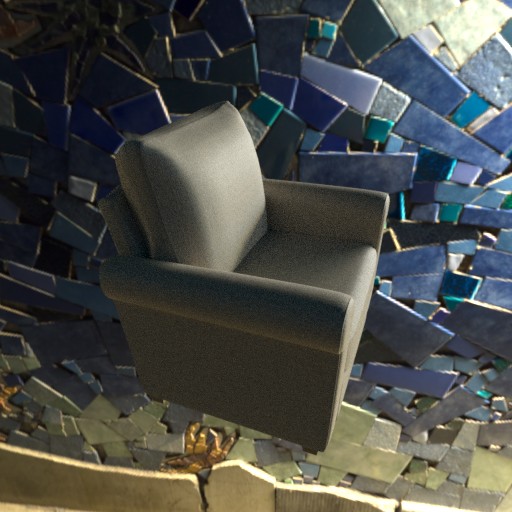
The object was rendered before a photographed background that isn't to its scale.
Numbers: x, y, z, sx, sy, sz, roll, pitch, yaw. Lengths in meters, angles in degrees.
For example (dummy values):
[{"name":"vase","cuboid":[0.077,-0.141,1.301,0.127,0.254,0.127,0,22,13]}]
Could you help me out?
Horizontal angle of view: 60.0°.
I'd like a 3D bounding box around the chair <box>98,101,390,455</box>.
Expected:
[{"name":"chair","cuboid":[0.000,0.000,2.305,1.180,1.349,1.275,11,33,18]}]
